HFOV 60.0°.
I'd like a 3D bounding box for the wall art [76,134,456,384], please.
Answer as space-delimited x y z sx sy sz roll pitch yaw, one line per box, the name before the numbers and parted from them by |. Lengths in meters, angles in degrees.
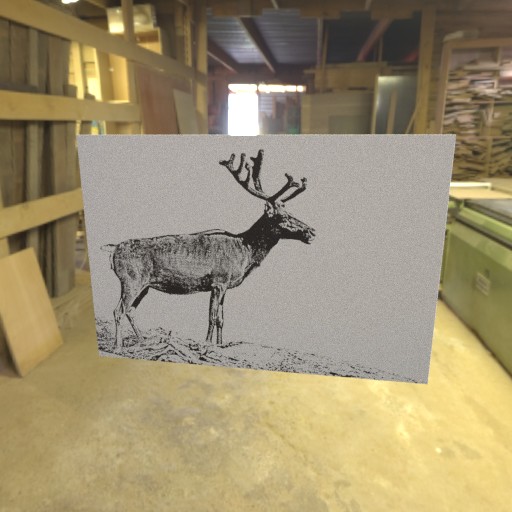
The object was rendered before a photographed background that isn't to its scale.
wall art | 0.000 0.000 0.491 0.381 0.259 0.038 3 15 9
